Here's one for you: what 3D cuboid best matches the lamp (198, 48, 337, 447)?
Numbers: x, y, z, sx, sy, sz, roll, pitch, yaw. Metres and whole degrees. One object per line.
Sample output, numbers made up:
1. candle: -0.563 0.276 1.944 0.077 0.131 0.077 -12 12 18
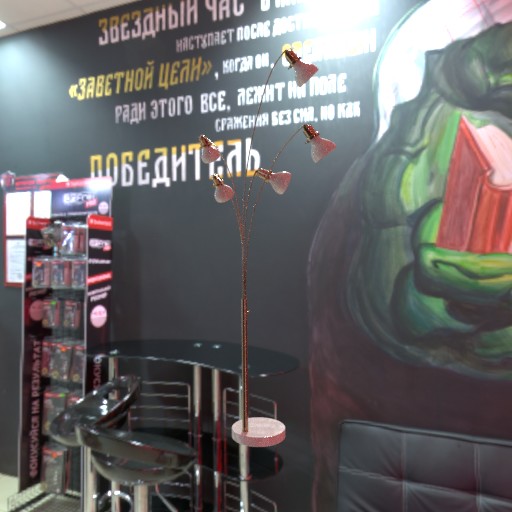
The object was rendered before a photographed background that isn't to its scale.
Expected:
1. lamp: 0.000 0.000 3.021 0.361 2.423 1.405 0 0 -36
